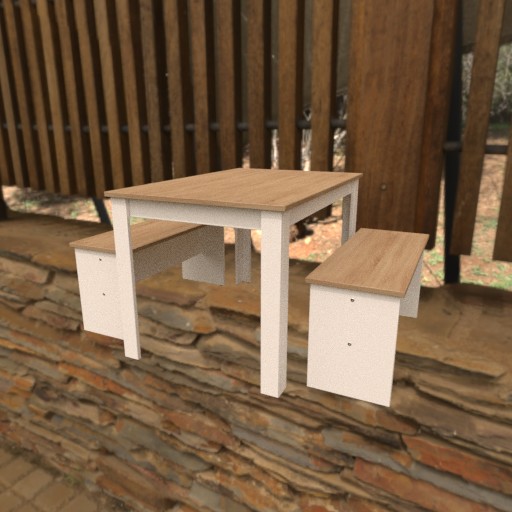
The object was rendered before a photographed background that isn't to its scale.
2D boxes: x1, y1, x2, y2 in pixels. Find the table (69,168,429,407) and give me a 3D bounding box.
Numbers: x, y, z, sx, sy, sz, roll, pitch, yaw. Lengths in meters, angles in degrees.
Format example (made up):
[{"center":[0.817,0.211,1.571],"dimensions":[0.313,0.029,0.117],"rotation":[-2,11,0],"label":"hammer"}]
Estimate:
[{"center":[0.000,0.000,2.085],"dimensions":[1.443,0.700,1.100],"rotation":[8,18,24],"label":"table"}]
